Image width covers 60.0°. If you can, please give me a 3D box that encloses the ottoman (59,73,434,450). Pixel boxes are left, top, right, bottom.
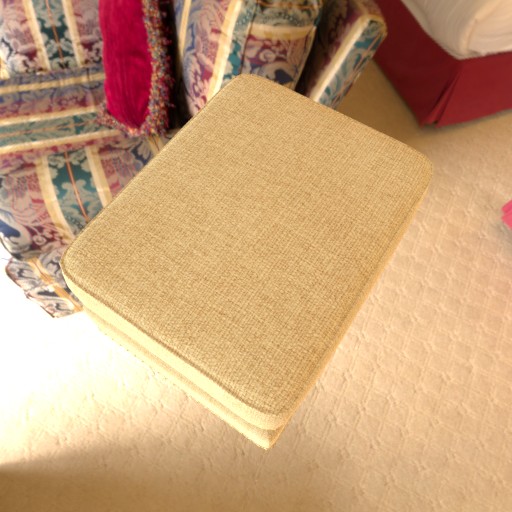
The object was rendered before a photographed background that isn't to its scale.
[{"bbox_3d":[0.000,0.000,1.156,0.589,0.537,0.738,31,67,15],"label":"ottoman"}]
